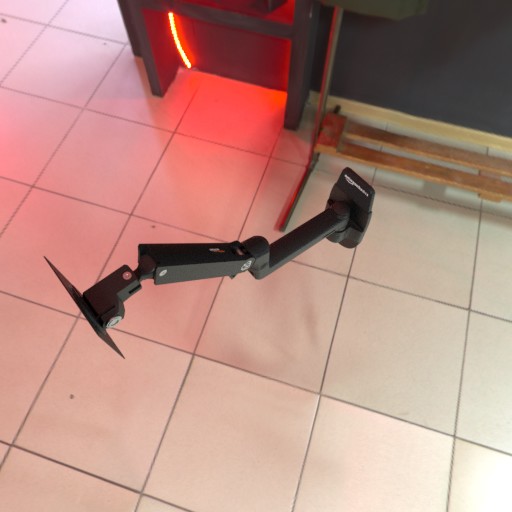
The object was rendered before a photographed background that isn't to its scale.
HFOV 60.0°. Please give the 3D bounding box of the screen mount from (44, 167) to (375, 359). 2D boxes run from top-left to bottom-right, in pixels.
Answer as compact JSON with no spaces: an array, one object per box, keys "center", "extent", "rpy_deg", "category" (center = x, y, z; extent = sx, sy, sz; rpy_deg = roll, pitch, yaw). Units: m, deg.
[{"center":[0.000,0.000,0.730],"extent":[0.495,0.466,0.115],"rpy_deg":[-37,69,-16],"category":"screen mount"}]
